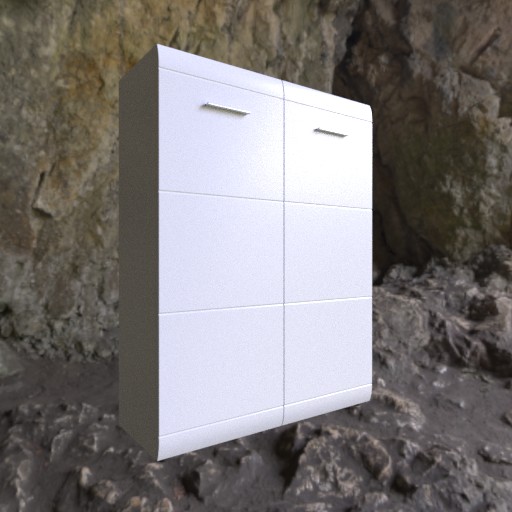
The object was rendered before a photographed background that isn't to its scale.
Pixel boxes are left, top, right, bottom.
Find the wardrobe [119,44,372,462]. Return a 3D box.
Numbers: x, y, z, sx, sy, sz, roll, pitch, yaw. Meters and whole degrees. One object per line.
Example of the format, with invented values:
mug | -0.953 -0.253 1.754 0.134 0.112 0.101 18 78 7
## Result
wardrobe | 0.000 0.000 1.635 0.900 1.200 0.360 0 0 -35
